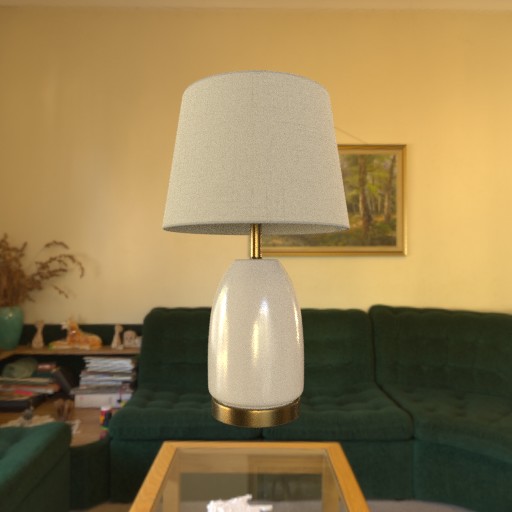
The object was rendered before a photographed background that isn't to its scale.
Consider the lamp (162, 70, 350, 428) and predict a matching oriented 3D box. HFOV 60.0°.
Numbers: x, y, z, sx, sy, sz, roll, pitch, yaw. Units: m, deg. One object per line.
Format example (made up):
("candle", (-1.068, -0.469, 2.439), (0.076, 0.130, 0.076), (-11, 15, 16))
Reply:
("lamp", (0.000, 0.000, 0.689), (0.285, 0.483, 0.285), (0, 0, 0))
